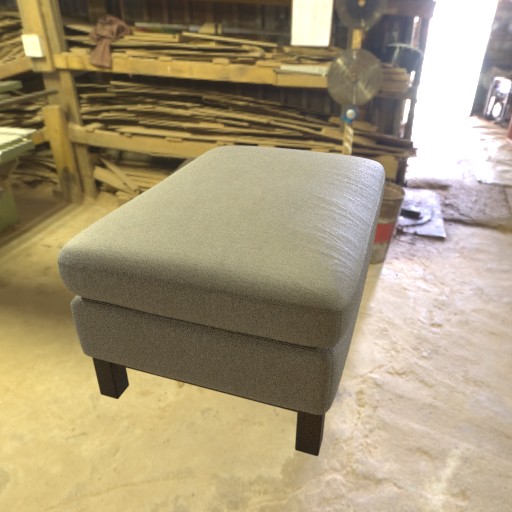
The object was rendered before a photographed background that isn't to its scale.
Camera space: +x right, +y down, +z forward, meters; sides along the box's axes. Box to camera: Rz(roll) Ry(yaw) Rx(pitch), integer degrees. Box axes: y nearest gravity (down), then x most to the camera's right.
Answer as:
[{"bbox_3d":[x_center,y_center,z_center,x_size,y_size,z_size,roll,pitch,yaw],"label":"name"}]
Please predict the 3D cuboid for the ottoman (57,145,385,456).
[{"bbox_3d":[0.000,0.000,1.052,0.528,0.404,0.735,9,30,16],"label":"ottoman"}]
